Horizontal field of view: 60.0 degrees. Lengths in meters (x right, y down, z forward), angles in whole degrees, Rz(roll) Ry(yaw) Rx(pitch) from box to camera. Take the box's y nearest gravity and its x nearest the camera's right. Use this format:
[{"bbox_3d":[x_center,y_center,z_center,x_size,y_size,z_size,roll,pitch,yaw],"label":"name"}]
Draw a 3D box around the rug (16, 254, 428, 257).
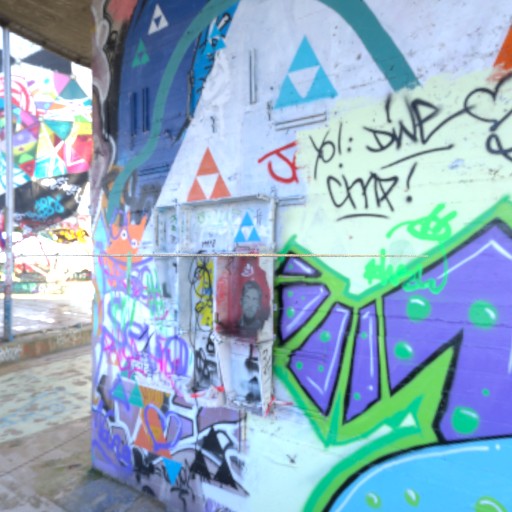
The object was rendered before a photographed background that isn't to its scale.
[{"bbox_3d":[0.000,0.000,2.285,1.221,0.006,1.827,0,0,36],"label":"rug"}]
